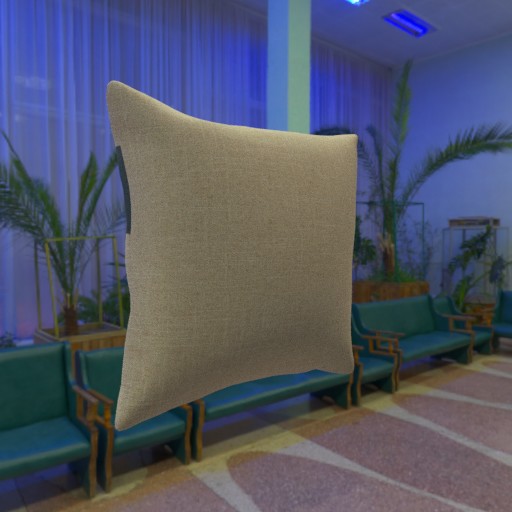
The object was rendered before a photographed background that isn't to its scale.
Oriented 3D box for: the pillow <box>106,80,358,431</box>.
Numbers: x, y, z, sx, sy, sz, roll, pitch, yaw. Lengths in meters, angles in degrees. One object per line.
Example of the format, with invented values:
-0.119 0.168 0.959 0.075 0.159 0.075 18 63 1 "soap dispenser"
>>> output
0.000 0.000 0.623 0.414 0.399 0.173 -1 2 -36 "pillow"
